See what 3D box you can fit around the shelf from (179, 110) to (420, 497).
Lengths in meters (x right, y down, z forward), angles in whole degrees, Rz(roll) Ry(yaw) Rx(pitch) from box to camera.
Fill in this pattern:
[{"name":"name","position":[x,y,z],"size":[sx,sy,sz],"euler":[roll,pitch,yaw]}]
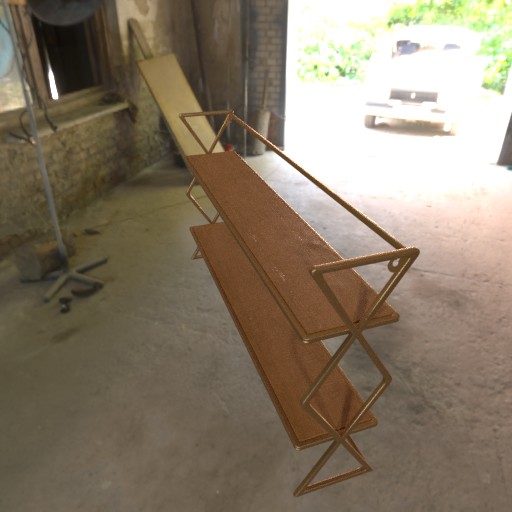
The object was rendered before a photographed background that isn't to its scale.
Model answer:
[{"name":"shelf","position":[0.000,0.000,0.979],"size":[0.150,0.450,0.822],"euler":[-10,32,-16]}]
